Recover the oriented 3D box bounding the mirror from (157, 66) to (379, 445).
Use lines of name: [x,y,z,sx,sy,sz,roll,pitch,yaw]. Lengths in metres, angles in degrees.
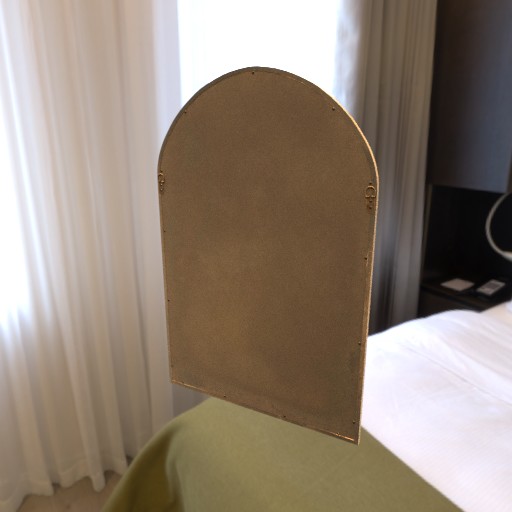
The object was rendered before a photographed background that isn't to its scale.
mirror: [0.000,0.000,1.157,0.609,0.915,0.032,9,18,27]
